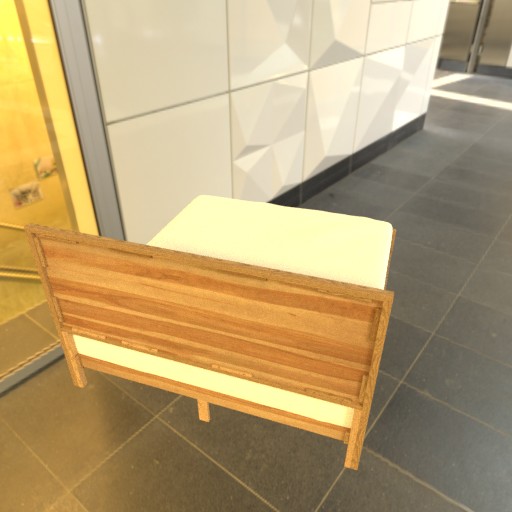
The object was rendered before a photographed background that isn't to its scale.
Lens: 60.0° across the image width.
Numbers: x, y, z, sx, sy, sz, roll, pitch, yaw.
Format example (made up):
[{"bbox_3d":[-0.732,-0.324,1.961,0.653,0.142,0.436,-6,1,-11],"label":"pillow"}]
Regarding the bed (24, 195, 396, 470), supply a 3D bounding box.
[{"bbox_3d":[0.000,0.000,3.432,2.013,1.295,2.184,10,34,16],"label":"bed"}]
